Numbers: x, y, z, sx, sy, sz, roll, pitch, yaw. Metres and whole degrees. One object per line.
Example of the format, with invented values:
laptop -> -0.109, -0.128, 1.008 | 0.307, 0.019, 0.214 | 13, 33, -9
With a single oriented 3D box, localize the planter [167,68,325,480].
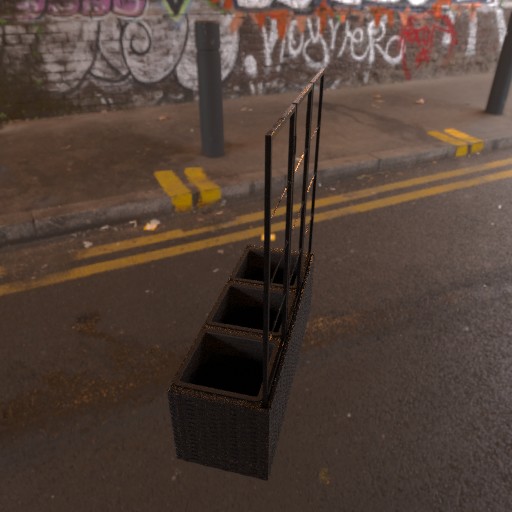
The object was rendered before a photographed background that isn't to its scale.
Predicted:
planter -> 0.000, 0.000, 1.177 | 0.244, 0.841, 0.698 | 8, 32, 12
